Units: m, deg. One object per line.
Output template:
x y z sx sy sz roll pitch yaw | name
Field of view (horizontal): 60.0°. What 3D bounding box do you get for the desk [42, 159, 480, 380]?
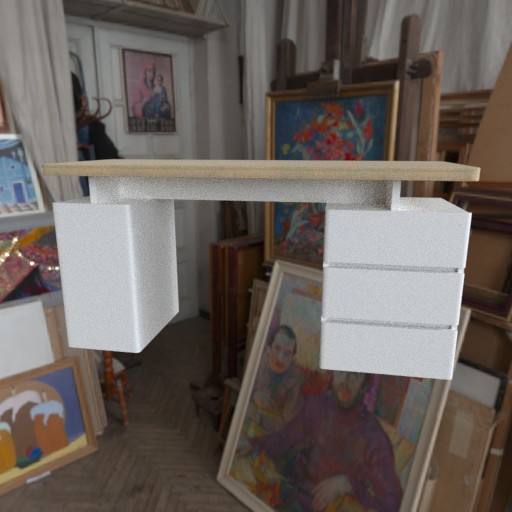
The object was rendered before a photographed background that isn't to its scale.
0.000 0.000 1.830 1.500 0.755 0.550 3 14 10 | desk
